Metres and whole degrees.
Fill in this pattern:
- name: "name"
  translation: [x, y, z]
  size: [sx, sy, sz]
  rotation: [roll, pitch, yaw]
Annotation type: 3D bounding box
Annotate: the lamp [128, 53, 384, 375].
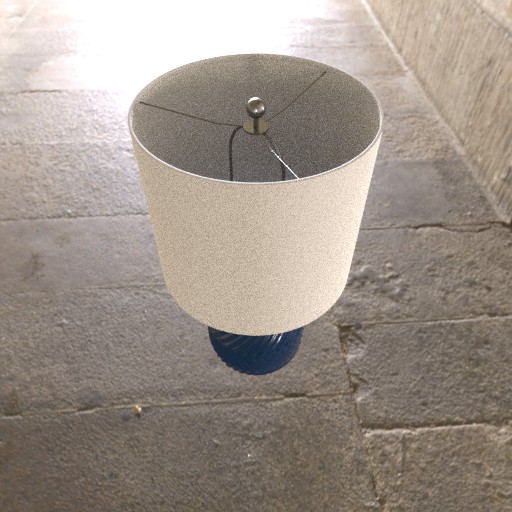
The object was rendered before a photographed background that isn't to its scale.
- name: "lamp"
  translation: [0.000, 0.000, 0.488]
  size: [0.203, 0.368, 0.203]
  rotation: [32, 55, 26]
